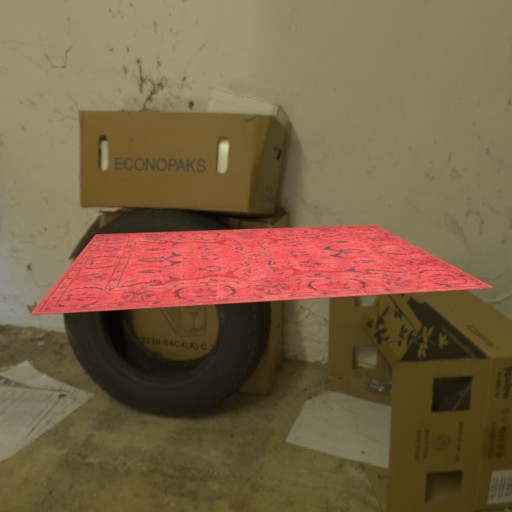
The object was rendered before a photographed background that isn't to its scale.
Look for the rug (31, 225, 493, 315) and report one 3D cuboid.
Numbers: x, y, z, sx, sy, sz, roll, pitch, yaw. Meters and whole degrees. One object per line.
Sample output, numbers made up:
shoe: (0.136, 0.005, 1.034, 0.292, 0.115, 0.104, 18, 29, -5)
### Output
rug: (0.000, 0.000, 2.287, 1.814, 0.008, 1.209, -2, 17, -8)
